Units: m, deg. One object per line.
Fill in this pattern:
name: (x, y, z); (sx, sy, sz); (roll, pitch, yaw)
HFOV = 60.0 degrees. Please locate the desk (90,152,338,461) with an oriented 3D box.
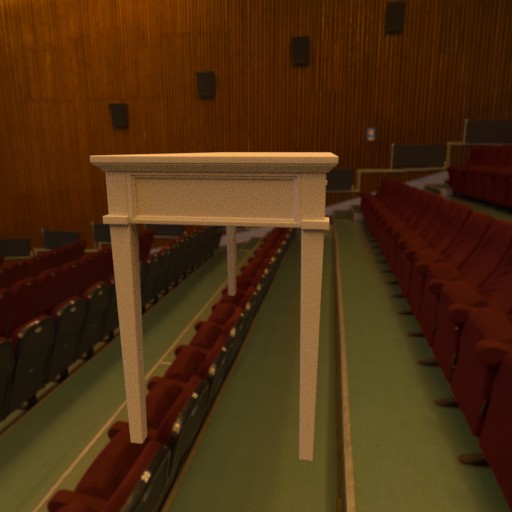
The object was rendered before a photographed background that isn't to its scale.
desk: (0.000, 0.000, 1.719); (0.559, 0.774, 1.372); (2, 14, 8)
